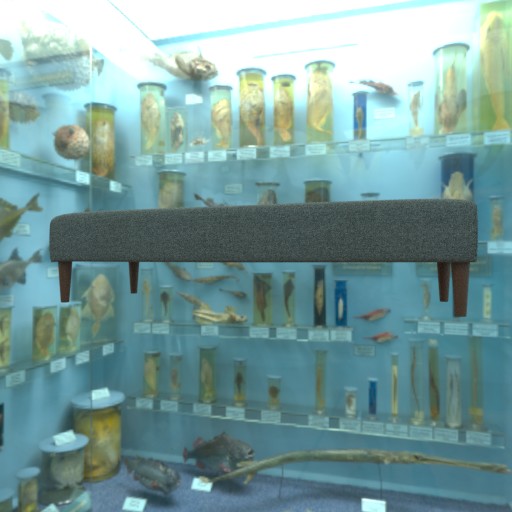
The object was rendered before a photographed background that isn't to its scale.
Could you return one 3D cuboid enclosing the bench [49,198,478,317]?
[{"bbox_3d":[0.000,0.000,1.853,1.598,0.384,0.631,0,0,18],"label":"bench"}]
